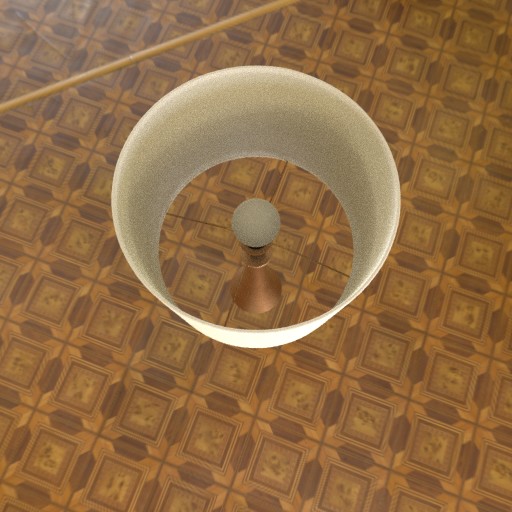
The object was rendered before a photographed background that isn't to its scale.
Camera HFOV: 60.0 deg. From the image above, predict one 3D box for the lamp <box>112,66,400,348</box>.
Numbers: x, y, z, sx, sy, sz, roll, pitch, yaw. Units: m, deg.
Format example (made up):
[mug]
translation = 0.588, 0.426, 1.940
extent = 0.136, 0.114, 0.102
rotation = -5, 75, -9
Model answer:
[lamp]
translation = 0.000, 0.000, 0.641
extent = 0.268, 0.479, 0.268
rotation = 19, 76, 5
